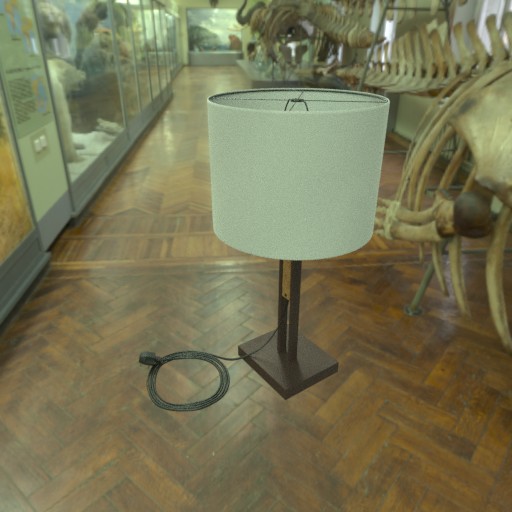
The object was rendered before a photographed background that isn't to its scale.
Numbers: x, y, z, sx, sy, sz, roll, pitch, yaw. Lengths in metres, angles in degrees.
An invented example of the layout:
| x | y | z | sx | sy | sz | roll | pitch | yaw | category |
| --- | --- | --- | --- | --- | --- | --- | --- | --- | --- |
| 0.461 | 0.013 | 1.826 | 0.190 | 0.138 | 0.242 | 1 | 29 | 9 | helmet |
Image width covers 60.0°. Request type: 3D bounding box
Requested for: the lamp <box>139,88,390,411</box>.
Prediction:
| x | y | z | sx | sy | sz | roll | pitch | yaw | category |
| --- | --- | --- | --- | --- | --- | --- | --- | --- | --- |
| 0.000 | 0.000 | 0.997 | 0.525 | 0.668 | 0.396 | -18 | 31 | -31 | lamp |
